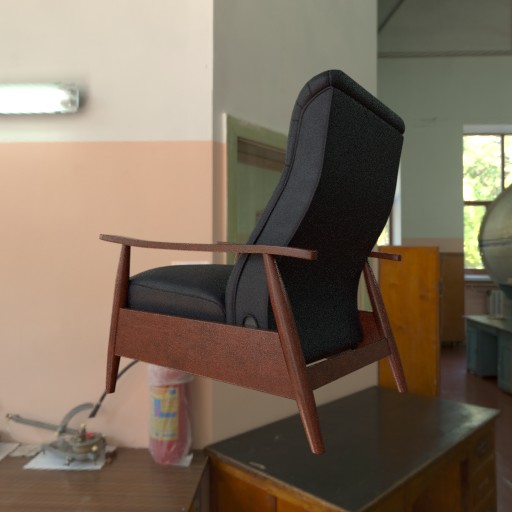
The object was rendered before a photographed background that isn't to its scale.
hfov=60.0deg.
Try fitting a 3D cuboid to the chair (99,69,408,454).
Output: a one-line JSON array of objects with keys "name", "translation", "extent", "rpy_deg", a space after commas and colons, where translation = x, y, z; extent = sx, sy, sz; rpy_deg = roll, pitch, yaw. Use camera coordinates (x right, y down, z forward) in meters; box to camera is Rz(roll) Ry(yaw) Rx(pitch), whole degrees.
[{"name": "chair", "translation": [0.000, 0.000, 1.775], "extent": [1.014, 1.082, 0.762], "rpy_deg": [-1, -1, 37]}]
